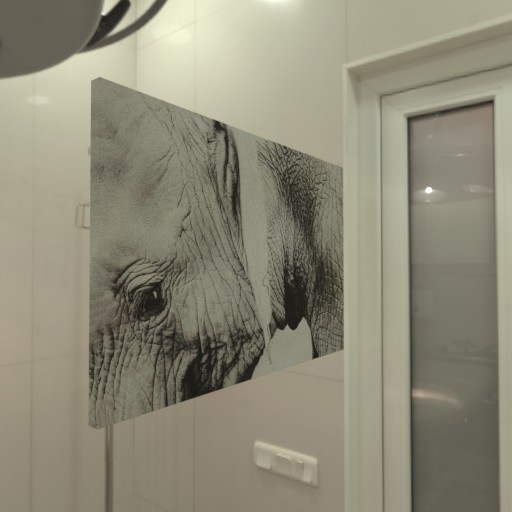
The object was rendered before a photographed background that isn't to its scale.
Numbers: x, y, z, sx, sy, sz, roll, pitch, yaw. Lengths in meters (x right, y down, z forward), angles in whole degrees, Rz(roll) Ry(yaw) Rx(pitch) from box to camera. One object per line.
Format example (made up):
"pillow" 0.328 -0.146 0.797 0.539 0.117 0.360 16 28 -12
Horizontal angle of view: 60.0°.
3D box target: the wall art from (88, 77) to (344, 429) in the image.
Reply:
"wall art" 0.000 0.000 1.411 0.035 0.758 1.141 -1 -1 38
